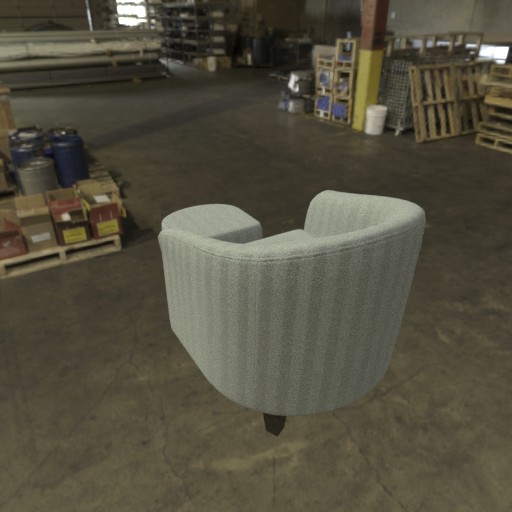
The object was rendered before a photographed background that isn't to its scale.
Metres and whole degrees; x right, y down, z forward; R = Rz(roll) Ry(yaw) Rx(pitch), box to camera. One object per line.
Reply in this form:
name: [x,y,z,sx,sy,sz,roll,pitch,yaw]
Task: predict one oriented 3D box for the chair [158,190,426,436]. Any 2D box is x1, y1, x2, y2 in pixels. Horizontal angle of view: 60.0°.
chair: [0.000,0.000,1.765,0.756,0.757,1.288,-16,33,-27]
